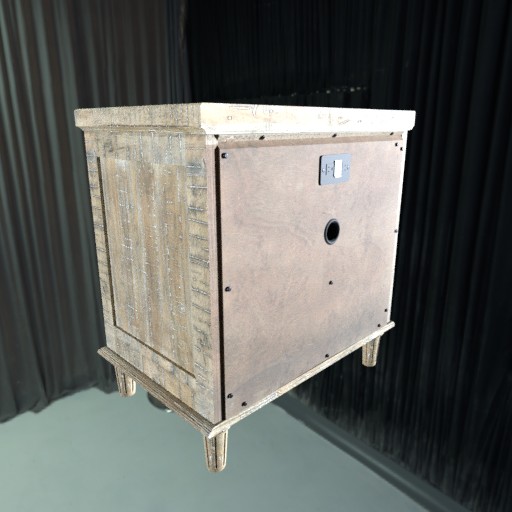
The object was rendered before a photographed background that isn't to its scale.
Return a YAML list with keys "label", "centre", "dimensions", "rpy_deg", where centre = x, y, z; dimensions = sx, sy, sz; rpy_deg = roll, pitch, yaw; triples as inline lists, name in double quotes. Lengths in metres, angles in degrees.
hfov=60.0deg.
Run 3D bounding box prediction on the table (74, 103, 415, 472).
- label: "table"
  centre: [0.000, 0.000, 1.138]
  dimensions: [0.686, 0.711, 0.457]
  rpy_deg: [-16, 23, -42]
